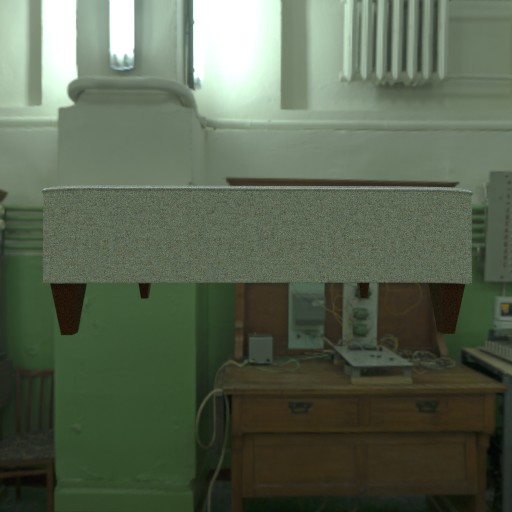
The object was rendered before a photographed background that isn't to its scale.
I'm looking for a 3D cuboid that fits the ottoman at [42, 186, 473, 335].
[{"bbox_3d":[0.000,0.000,1.220,0.835,0.303,0.736,0,1,-1],"label":"ottoman"}]
